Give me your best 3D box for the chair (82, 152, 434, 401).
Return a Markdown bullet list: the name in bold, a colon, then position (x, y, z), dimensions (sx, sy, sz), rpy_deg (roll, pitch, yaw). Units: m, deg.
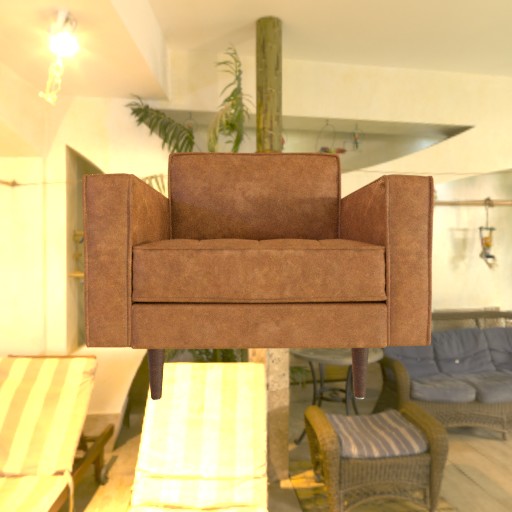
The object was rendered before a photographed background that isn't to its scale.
- **chair**: position (0.000, 0.000, 1.490), dimensions (0.928, 0.767, 0.798), rpy_deg (0, 1, -1)
